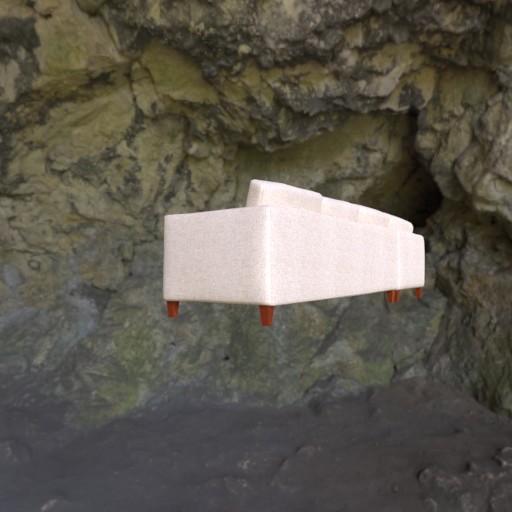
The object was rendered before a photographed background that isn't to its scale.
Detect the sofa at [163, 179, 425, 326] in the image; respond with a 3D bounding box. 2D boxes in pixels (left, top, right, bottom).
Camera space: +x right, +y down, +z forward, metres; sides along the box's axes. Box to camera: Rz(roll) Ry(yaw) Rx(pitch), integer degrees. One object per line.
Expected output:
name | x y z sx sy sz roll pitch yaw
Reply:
sofa | 0.000 0.000 4.653 2.593 0.947 3.302 -1 -2 36
